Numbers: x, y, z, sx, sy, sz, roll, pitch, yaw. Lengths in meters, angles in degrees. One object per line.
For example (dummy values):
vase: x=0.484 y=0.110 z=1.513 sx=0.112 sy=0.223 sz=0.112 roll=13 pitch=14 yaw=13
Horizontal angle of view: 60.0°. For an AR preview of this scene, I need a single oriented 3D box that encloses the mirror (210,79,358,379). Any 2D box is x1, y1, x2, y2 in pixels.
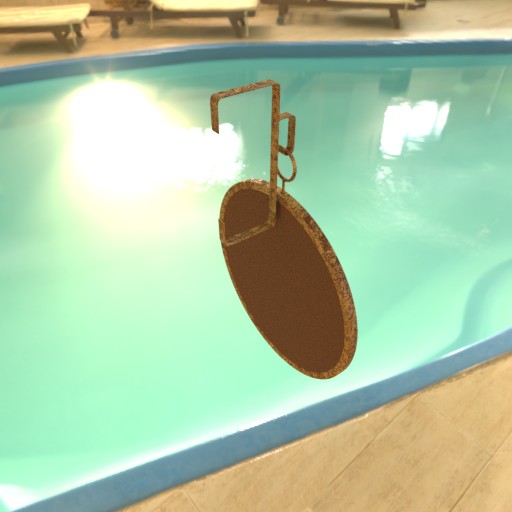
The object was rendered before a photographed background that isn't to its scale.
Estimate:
mirror: x=0.000 y=0.000 z=0.850 sx=0.144 sy=0.651 sz=0.447 roll=-25 pitch=47 yaw=-26
